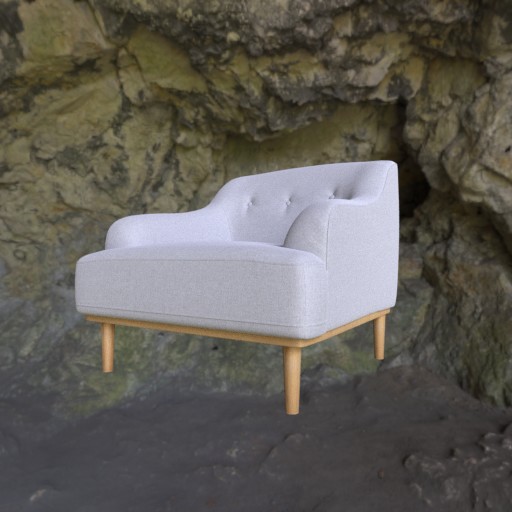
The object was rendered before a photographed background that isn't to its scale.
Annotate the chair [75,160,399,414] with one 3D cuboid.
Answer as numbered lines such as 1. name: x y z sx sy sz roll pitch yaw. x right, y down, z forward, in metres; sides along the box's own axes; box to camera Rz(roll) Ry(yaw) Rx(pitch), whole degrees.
1. chair: 0.000 0.000 1.683 0.946 0.818 0.951 0 0 34
